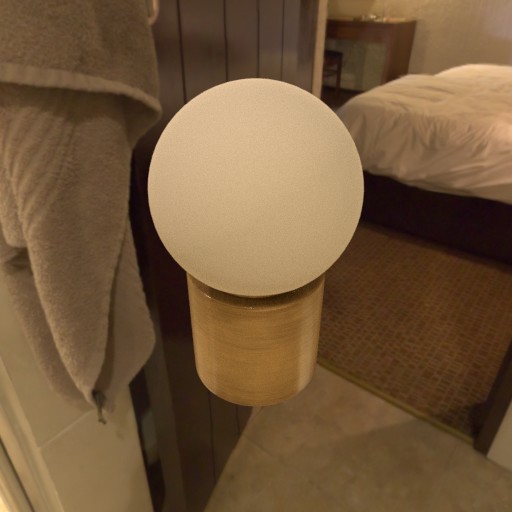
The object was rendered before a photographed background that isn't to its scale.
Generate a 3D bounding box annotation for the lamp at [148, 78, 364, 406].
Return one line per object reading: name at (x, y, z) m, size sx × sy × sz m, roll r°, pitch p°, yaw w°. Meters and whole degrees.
lamp at (0.000, 0.000, 0.332) m, size 0.141 × 0.250 × 0.152 m, roll 1°, pitch 32°, yaw 1°
